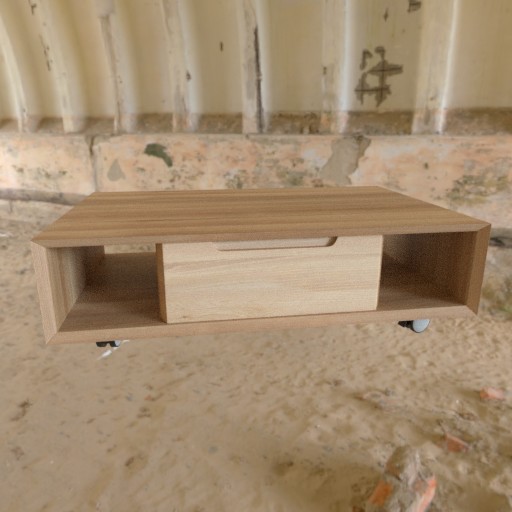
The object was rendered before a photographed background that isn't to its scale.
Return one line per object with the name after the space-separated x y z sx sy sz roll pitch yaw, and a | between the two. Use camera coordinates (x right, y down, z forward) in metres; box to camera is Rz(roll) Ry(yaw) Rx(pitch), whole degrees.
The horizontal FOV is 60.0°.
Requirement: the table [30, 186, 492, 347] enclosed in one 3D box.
0.000 0.000 1.421 1.100 0.330 0.700 -3 17 -8 | table
